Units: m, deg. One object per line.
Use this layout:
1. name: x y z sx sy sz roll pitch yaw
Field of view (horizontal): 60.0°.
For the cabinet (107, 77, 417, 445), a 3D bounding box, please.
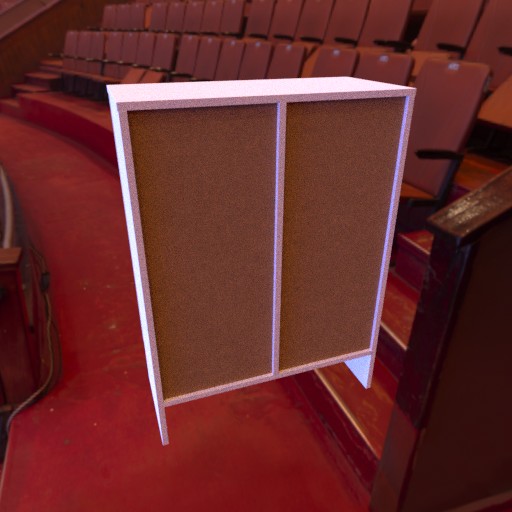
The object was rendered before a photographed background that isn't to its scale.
1. cabinet: 0.000 0.000 1.134 0.600 0.815 0.296 -9 28 -18
